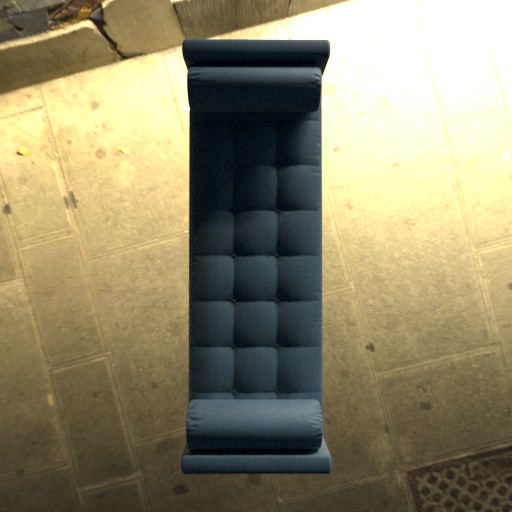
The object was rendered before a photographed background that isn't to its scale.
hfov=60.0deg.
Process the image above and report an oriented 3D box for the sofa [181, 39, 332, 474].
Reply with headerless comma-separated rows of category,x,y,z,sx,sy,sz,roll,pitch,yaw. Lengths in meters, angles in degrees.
sofa,0.000,0.000,2.309,0.686,0.635,1.981,0,89,0
